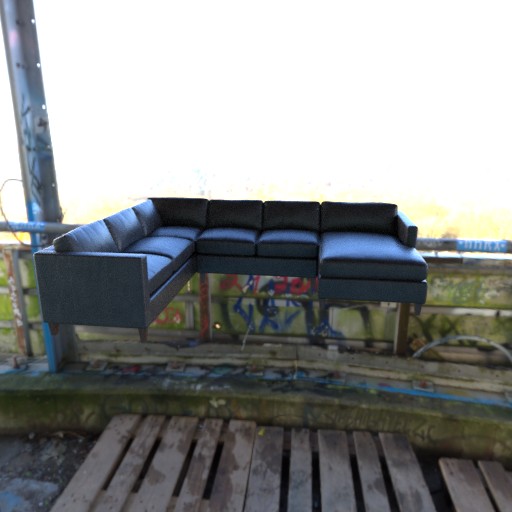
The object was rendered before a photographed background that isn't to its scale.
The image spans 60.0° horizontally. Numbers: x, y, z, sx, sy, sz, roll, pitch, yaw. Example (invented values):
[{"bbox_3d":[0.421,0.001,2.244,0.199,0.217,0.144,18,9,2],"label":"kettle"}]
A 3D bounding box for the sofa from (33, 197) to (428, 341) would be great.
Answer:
[{"bbox_3d":[0.000,0.000,4.613,3.324,0.891,2.452,2,16,8],"label":"sofa"}]
